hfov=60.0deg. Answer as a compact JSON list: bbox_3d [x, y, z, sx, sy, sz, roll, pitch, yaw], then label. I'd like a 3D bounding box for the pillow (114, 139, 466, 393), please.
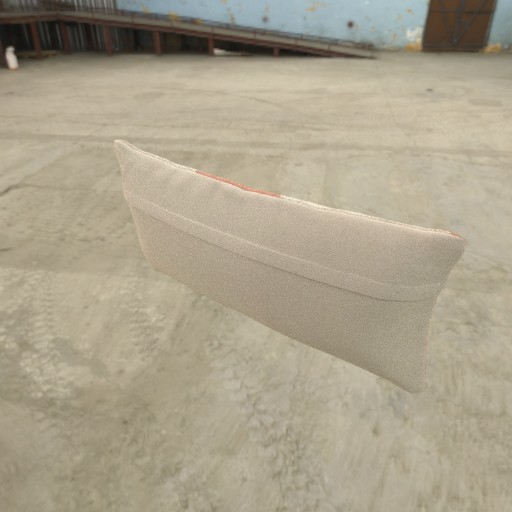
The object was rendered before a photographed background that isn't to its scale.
[{"bbox_3d":[0.000,0.000,0.721,0.609,0.292,0.155,21,36,32],"label":"pillow"}]
